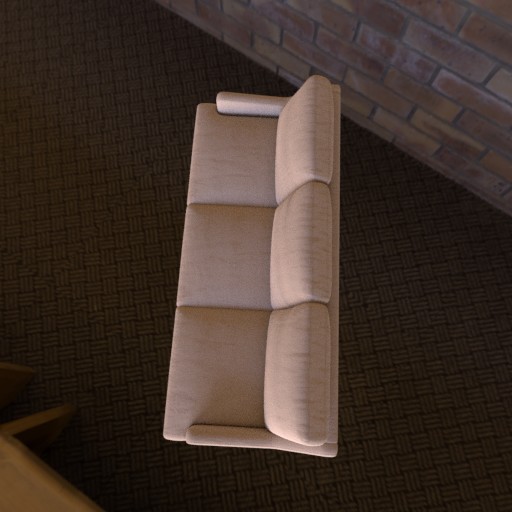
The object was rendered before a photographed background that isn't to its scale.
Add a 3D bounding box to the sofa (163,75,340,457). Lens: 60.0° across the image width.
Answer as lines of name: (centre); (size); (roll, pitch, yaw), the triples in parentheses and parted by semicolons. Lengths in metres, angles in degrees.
sofa: (0.000, 0.000, 2.897); (1.000, 0.913, 2.321); (3, 75, 1)
